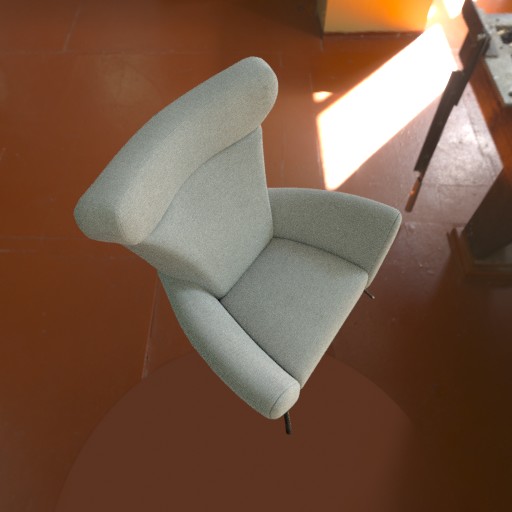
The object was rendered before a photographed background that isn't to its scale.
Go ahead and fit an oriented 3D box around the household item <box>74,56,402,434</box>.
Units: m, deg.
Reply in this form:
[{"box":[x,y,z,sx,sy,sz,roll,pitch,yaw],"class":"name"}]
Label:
[{"box":[0.000,0.000,1.768,0.900,1.050,0.980,30,62,18],"class":"household item"}]
